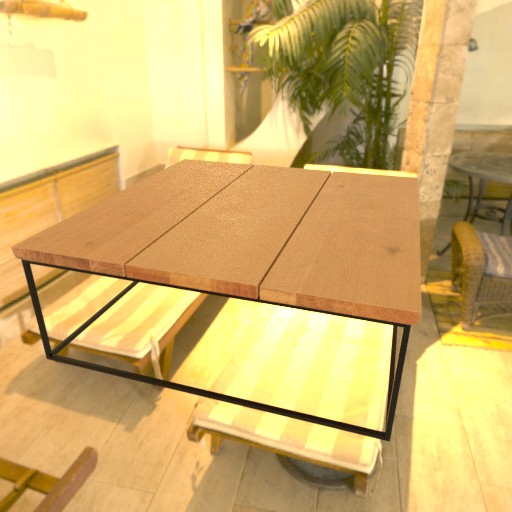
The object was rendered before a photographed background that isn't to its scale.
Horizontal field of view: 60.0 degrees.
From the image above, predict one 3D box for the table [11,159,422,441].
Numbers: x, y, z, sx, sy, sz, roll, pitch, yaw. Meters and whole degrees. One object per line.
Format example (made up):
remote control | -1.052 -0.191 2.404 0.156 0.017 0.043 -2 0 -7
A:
table | 0.000 0.000 1.659 1.100 0.400 1.100 8 27 16
